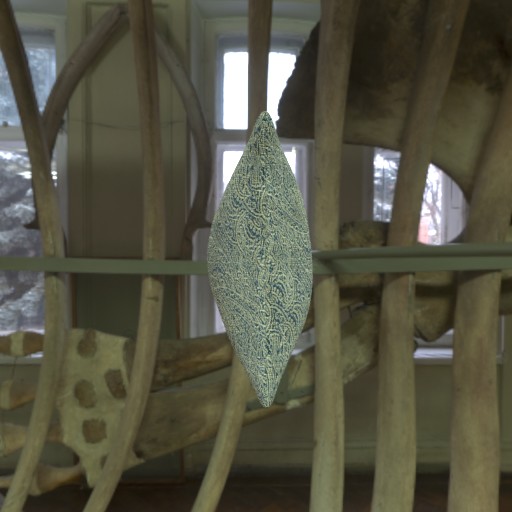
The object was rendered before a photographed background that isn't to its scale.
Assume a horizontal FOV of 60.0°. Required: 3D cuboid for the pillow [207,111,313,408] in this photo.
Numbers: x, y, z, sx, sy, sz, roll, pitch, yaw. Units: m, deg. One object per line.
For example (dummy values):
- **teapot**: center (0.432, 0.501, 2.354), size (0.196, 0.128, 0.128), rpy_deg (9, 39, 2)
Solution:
- **pillow**: center (0.000, 0.000, 0.738), size (0.151, 0.295, 0.615), rpy_deg (0, 1, -1)
